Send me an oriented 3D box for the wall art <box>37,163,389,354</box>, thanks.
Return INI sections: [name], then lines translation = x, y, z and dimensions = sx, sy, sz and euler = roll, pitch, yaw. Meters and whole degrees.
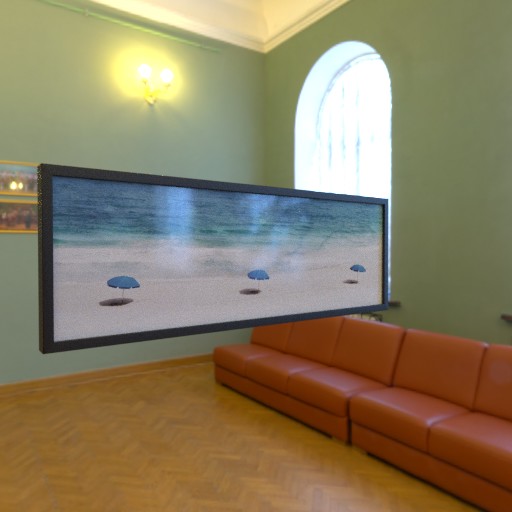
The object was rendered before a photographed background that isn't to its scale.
[wall art]
translation = 0.000, 0.000, 0.968
dimensions = 0.860, 0.303, 0.037
euler = -1, 1, -36
